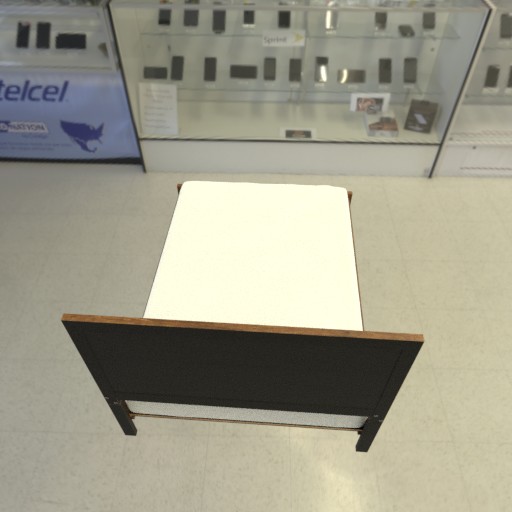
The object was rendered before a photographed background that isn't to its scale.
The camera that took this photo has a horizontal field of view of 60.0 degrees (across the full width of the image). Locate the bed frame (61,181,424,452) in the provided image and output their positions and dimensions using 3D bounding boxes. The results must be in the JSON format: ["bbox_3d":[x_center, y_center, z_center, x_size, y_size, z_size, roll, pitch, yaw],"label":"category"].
[{"bbox_3d":[0.000,0.000,3.346,1.696,1.417,2.276,3,47,3],"label":"bed frame"}]
